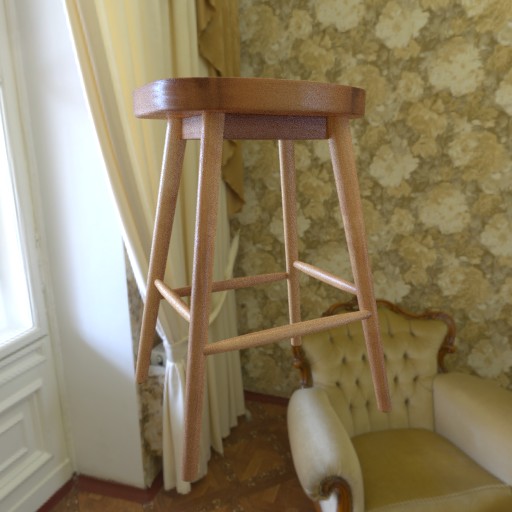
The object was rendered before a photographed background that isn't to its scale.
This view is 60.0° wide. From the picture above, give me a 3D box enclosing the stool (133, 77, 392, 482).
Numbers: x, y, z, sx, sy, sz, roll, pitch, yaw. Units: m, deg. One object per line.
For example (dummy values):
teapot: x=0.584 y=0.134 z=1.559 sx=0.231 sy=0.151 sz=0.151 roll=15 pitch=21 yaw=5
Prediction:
stool: x=0.000 y=0.000 z=0.873 sx=0.440 sy=0.615 sz=0.361 roll=-7 pitch=16 yaw=-26
